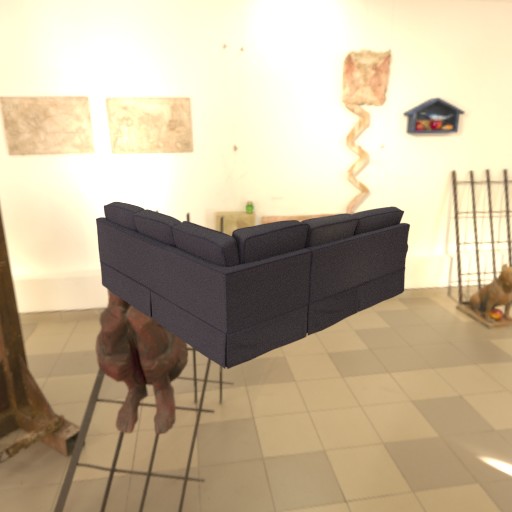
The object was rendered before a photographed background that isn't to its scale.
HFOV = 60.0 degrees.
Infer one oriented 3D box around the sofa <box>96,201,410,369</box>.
[{"bbox_3d":[0.000,0.000,5.069,3.773,1.169,2.874,-3,17,-9],"label":"sofa"}]
